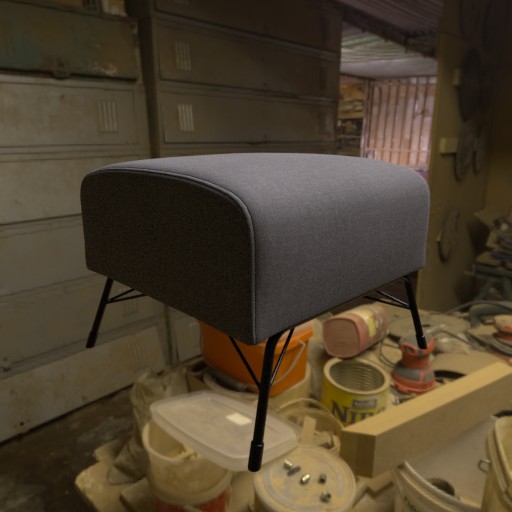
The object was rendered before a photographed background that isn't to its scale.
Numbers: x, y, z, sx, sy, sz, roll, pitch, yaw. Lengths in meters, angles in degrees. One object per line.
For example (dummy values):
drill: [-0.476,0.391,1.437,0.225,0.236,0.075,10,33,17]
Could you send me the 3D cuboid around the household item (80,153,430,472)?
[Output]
household item: [0.000,0.000,0.909,0.530,0.410,0.530,-15,21,-43]
